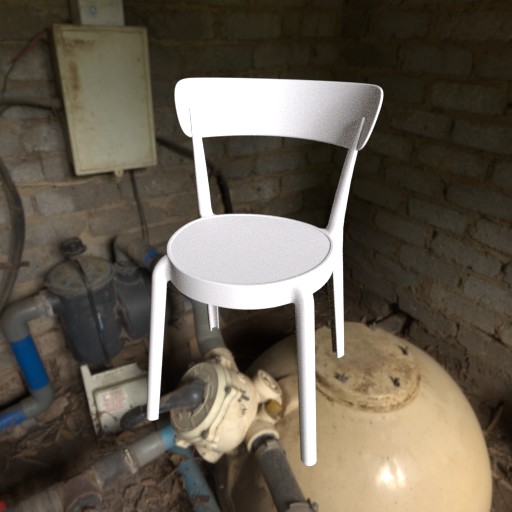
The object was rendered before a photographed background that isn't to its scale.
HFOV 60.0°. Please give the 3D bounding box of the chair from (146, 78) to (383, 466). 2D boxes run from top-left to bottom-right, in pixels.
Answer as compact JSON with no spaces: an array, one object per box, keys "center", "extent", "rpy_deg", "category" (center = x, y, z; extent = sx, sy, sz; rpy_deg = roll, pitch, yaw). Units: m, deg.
[{"center":[0.000,0.000,1.113],"extent":[0.506,0.790,0.491],"rpy_deg":[9,29,17],"category":"chair"}]
